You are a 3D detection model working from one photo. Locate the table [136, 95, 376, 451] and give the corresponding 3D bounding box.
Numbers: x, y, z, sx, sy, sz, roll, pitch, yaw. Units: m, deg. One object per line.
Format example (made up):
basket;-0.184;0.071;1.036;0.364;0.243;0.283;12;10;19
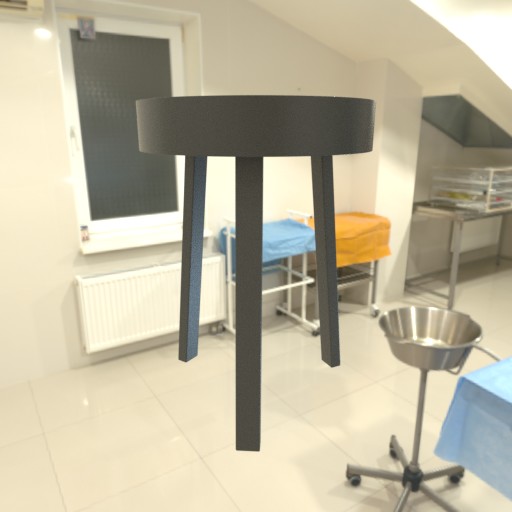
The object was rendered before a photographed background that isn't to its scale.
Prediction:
table;0.000;0.000;0.853;0.406;0.559;0.406;0;16;0
